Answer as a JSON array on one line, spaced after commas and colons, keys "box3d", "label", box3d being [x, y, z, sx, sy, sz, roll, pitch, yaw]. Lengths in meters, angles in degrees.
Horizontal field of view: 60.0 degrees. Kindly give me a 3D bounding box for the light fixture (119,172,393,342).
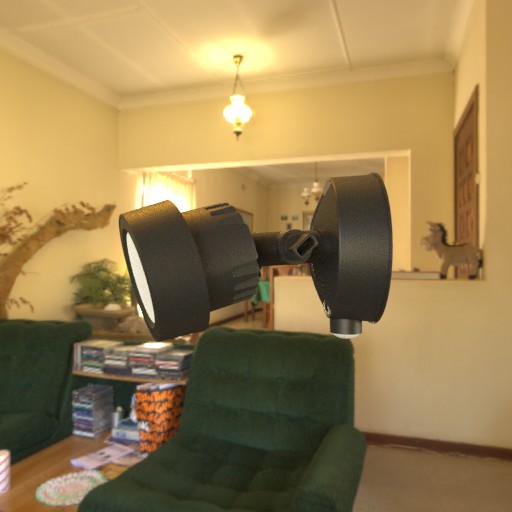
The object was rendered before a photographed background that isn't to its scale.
[{"box3d": [0.000, 0.000, 0.324, 0.168, 0.120, 0.213, 0, 0, 1], "label": "light fixture"}]
